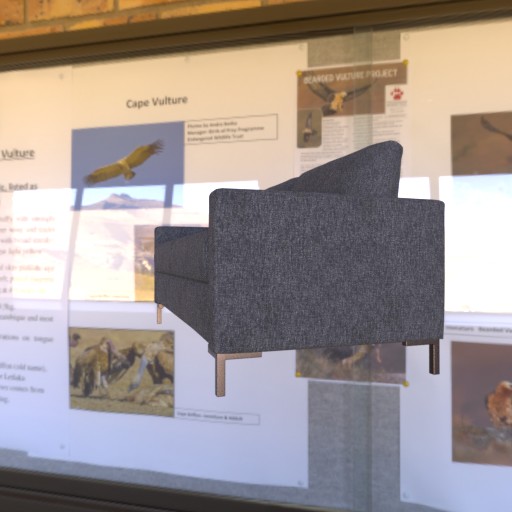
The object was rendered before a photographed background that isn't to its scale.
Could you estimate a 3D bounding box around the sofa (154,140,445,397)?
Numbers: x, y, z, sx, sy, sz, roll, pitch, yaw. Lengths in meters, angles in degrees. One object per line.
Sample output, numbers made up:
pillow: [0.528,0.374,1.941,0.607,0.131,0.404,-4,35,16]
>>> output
sofa: [0.000,0.000,2.232,0.866,0.862,1.716,0,-1,-19]
